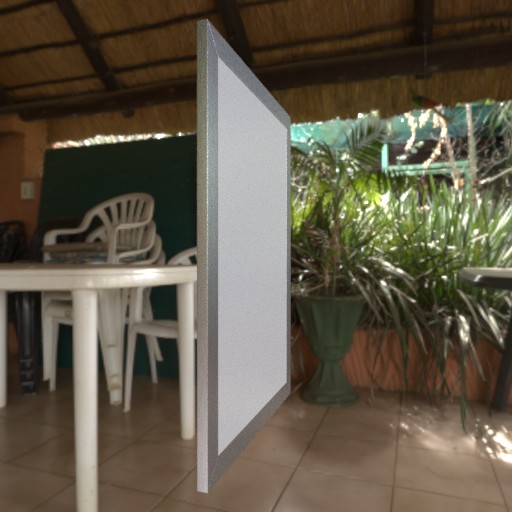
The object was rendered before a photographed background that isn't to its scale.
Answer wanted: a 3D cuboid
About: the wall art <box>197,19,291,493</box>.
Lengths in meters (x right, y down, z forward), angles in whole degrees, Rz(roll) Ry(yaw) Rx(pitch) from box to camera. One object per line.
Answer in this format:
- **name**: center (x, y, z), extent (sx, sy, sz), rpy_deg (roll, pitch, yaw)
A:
- **wall art**: center (0.000, 0.000, 0.674), extent (0.013, 0.529, 0.376), rpy_deg (0, 0, 19)
